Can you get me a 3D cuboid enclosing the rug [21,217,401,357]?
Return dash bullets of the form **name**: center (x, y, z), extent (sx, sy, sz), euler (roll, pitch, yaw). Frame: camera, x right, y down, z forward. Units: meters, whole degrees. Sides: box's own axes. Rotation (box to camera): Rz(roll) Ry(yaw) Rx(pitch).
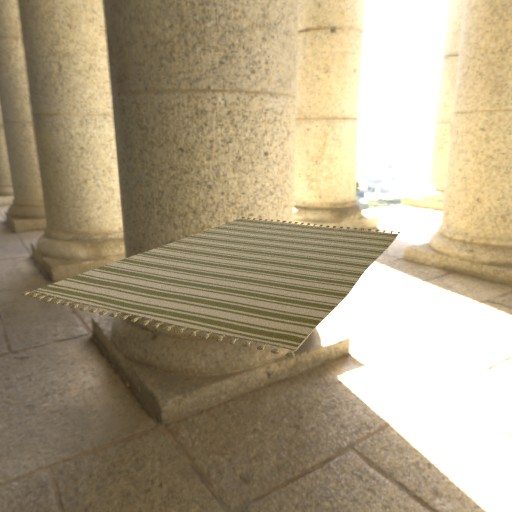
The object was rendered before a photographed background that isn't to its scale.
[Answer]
- **rug**: center (0.000, 0.000, 2.304), extent (1.162, 0.013, 1.875), euler (8, 17, 26)
